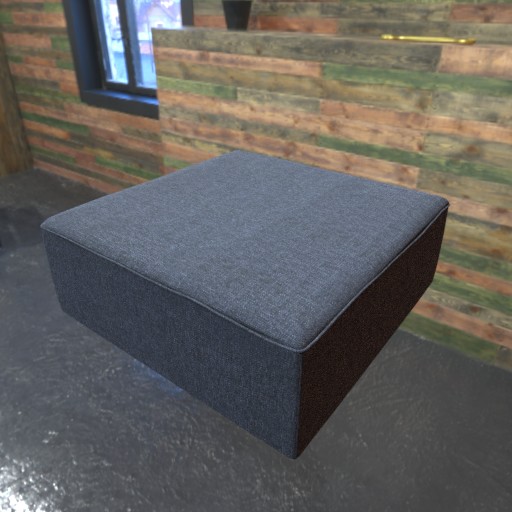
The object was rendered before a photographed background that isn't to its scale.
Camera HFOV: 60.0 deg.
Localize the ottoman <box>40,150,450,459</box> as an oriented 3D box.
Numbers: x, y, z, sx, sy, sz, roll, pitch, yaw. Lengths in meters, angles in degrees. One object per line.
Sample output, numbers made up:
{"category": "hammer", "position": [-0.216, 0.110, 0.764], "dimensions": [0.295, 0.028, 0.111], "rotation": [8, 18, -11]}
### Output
{"category": "ottoman", "position": [0.000, 0.000, 1.580], "dimensions": [1.017, 0.423, 1.023], "rotation": [21, 36, 32]}
